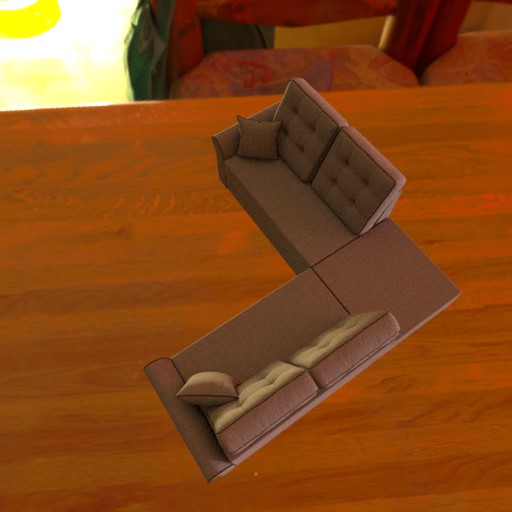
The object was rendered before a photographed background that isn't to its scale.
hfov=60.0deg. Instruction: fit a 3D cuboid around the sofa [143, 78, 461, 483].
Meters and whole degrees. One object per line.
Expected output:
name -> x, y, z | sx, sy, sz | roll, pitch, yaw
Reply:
sofa -> 0.000, 0.000, 3.154 | 2.070, 0.988, 2.068 | -32, 68, -14
